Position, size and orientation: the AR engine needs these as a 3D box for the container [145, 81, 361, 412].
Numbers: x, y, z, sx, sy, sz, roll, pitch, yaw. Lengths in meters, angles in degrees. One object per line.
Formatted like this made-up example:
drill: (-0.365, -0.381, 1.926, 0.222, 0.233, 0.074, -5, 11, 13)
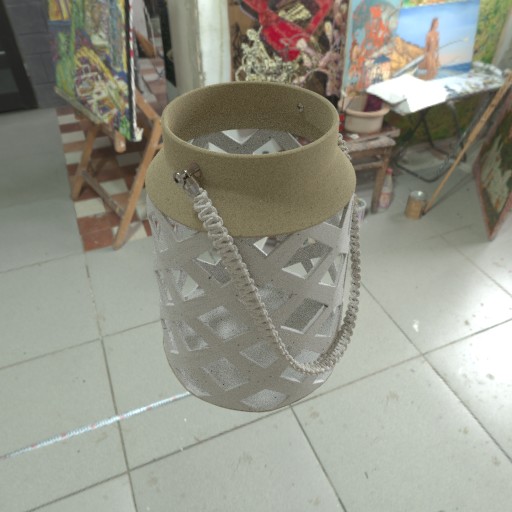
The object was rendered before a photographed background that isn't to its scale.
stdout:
container: (0.000, 0.000, 0.345, 0.172, 0.229, 0.163, 27, 48, 27)
